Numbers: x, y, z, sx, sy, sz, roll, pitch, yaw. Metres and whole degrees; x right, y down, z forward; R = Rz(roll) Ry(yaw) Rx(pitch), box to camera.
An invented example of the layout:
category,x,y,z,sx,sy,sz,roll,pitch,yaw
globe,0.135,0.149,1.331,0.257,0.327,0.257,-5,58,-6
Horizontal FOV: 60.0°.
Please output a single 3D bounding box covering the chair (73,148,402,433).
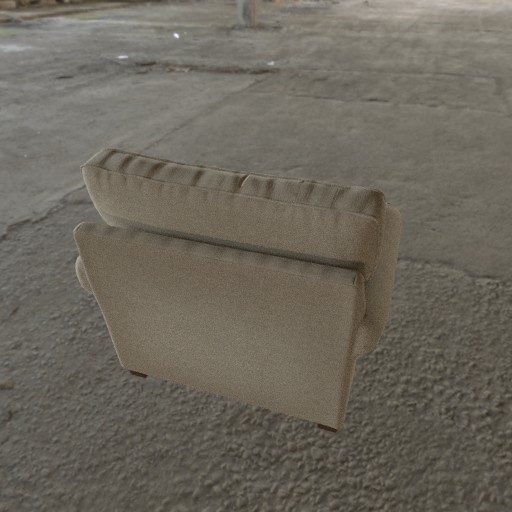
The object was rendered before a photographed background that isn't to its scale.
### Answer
category,x,y,z,sx,sy,sz,roll,pitch,yaw
chair,0.000,0.000,1.820,1.092,0.961,0.965,11,34,16
